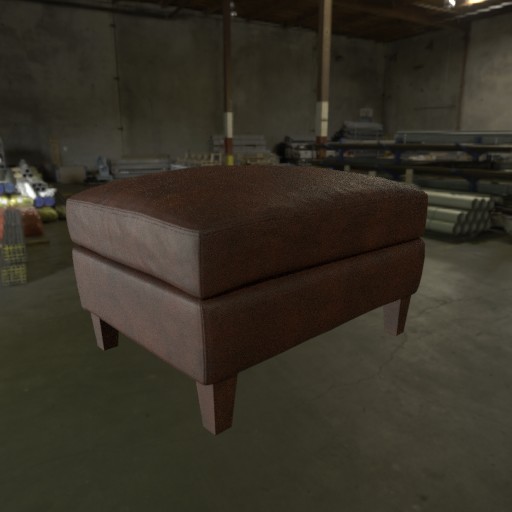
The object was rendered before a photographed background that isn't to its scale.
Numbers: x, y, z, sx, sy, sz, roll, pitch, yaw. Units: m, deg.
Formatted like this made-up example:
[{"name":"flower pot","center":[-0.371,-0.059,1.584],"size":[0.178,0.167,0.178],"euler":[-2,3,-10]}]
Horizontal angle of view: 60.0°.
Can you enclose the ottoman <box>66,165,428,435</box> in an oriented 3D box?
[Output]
[{"name":"ottoman","center":[0.000,0.000,1.307],"size":[0.887,0.527,0.659],"euler":[-13,19,-41]}]
